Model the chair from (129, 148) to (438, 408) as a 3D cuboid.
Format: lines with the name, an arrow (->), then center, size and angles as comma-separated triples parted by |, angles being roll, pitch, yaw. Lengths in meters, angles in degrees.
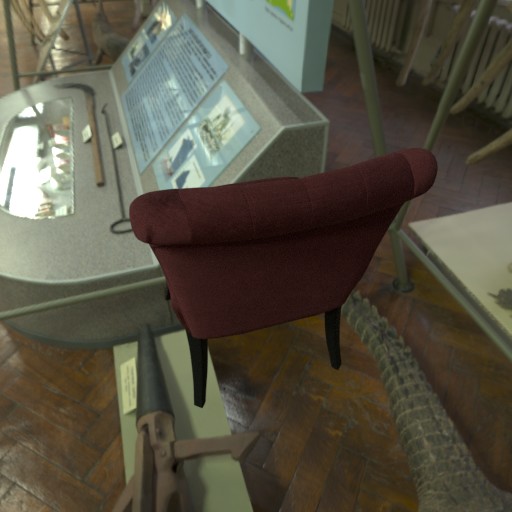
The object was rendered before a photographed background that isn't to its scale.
chair -> 0.000, 0.000, 1.182 | 0.582, 0.750, 0.605 | -12, 42, -13
